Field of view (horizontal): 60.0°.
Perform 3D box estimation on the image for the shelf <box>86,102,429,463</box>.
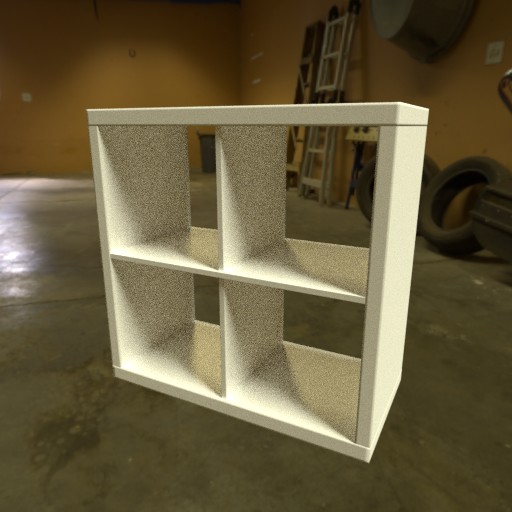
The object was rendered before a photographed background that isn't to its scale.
[{"bbox_3d":[0.000,0.000,1.250,0.790,0.786,0.390,8,18,26],"label":"shelf"}]
